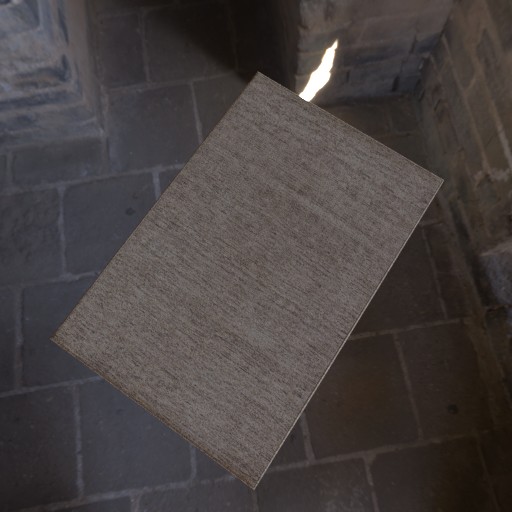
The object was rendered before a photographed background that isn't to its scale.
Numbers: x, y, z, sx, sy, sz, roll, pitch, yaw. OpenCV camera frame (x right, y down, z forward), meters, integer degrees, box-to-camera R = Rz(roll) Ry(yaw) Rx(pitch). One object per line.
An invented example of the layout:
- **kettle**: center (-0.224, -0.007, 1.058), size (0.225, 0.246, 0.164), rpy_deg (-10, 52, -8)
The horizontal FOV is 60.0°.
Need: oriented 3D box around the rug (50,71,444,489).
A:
- **rug**: center (0.000, 0.000, 2.278), size (1.211, 0.018, 1.822), rpy_deg (33, 78, 8)
